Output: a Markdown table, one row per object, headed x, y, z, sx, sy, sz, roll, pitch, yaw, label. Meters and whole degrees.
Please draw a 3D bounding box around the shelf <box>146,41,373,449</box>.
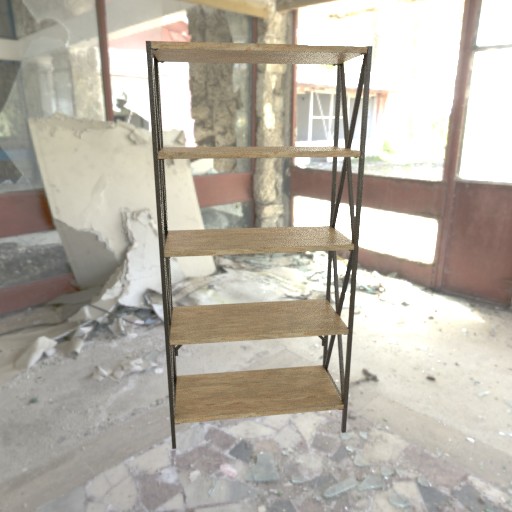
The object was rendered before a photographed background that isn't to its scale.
| x | y | z | sx | sy | sz | roll | pitch | yaw | label |
| --- | --- | --- | --- | --- | --- | --- | --- | --- | --- |
| 0.000 | 0.000 | 2.130 | 0.874 | 1.803 | 0.386 | -2 | 17 | -8 | shelf |
